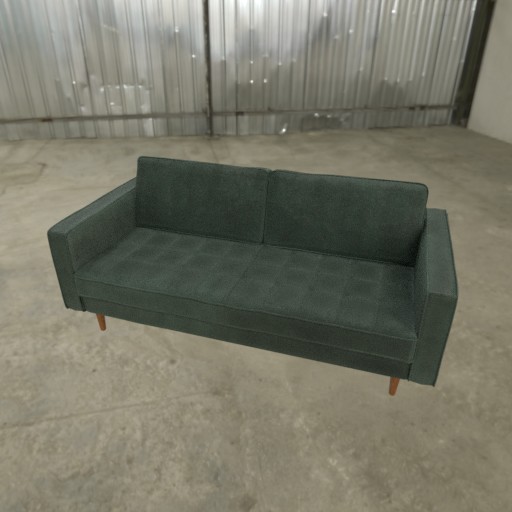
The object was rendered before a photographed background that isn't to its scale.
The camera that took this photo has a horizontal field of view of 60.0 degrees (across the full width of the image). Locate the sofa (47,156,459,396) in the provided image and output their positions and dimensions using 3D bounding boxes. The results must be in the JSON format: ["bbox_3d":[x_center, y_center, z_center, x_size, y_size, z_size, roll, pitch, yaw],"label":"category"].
[{"bbox_3d":[0.000,0.000,2.254,1.816,0.781,0.886,9,30,16],"label":"sofa"}]
